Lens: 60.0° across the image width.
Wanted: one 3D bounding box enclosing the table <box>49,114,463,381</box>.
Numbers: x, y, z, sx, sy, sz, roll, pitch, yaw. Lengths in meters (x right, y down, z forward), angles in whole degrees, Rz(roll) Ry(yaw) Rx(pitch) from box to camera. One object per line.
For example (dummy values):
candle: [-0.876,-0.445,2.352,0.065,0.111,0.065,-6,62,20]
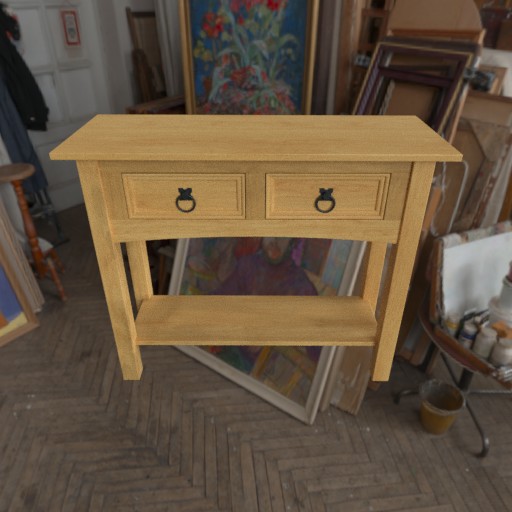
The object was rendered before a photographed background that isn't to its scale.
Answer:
table: [0.000,0.000,1.296,0.900,0.728,0.340,0,31,0]
